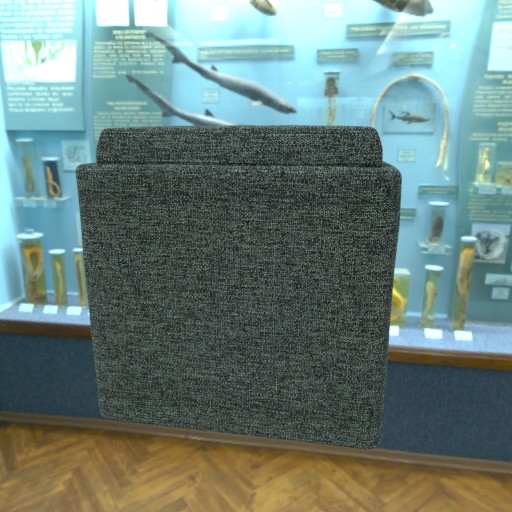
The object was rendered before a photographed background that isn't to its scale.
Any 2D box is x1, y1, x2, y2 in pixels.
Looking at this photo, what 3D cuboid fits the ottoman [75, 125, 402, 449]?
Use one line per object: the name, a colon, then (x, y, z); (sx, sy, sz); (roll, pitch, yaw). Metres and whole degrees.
ottoman: (0.000, 0.000, 0.826); (0.450, 0.463, 0.450); (3, 15, 10)
